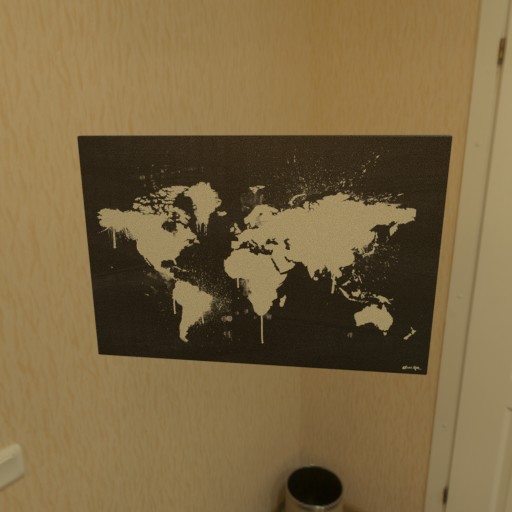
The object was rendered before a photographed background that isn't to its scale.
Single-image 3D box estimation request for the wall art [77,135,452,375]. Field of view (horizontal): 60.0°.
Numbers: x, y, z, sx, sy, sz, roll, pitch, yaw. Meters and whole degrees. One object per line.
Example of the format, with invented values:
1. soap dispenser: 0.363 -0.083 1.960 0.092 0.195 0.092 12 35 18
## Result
1. wall art: 0.000 0.000 1.163 0.912 0.612 0.038 2 15 7
